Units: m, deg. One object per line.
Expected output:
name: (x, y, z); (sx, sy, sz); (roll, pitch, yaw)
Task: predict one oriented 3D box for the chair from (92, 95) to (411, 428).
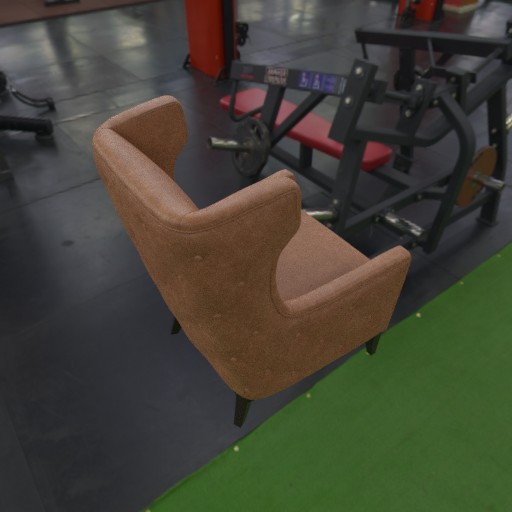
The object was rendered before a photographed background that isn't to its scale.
chair: (0.000, 0.000, 1.678); (0.899, 1.079, 0.766); (-25, 47, -25)
